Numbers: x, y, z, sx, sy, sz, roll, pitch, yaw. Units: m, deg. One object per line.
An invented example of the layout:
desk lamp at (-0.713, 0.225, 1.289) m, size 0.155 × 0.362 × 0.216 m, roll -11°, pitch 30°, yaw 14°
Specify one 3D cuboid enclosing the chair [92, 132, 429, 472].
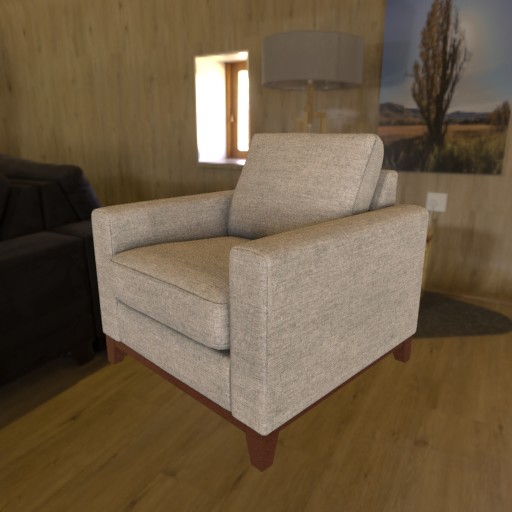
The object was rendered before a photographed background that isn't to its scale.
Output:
chair at (0.000, 0.000, 1.890) m, size 1.024 × 1.010 × 1.038 m, roll 15°, pitch 22°, yaw 42°
